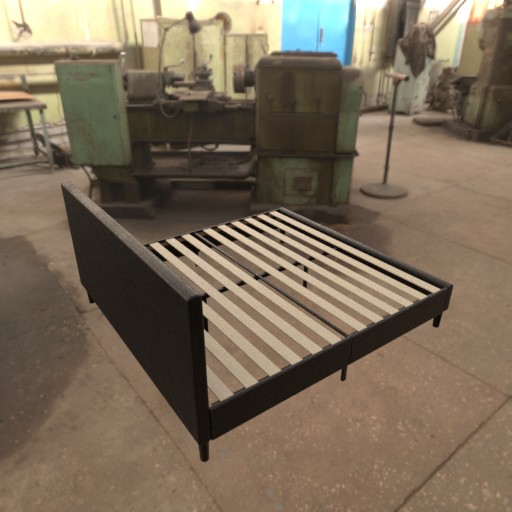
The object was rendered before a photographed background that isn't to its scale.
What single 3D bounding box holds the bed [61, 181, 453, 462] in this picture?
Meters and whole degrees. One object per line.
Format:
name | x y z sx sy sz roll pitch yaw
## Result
bed | 0.000 0.000 3.371 2.152 1.046 2.018 -18 32 -31
